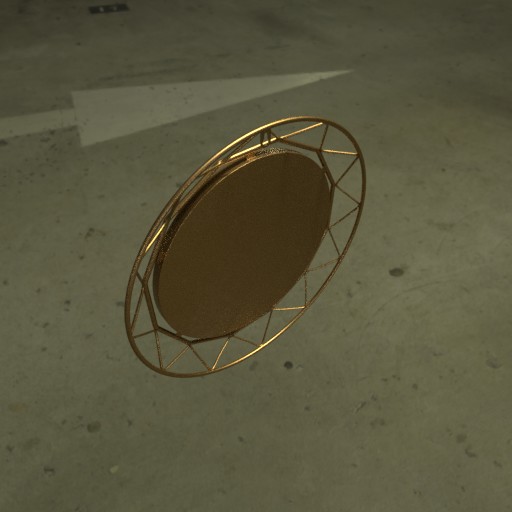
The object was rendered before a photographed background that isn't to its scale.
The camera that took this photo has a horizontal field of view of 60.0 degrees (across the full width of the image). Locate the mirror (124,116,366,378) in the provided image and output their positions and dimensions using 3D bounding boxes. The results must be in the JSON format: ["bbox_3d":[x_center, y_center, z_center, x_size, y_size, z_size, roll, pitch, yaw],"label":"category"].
[{"bbox_3d":[0.000,0.000,0.686,0.454,0.454,0.043,-29,51,-27],"label":"mirror"}]
